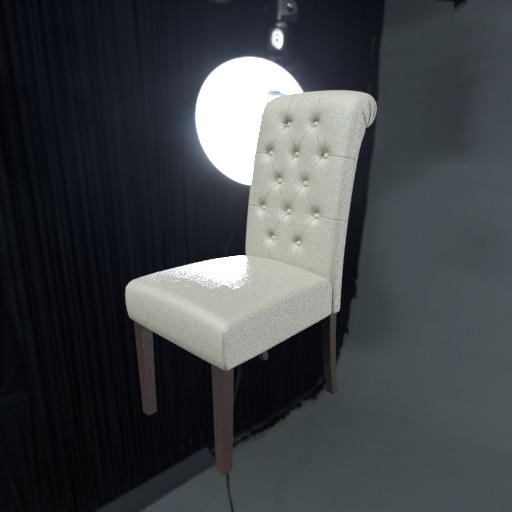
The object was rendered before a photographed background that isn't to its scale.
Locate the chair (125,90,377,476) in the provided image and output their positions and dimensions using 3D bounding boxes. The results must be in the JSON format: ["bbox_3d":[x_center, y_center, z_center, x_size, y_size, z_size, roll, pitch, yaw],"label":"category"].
[{"bbox_3d":[0.000,0.000,1.394,0.456,1.006,0.671,15,21,43],"label":"chair"}]
